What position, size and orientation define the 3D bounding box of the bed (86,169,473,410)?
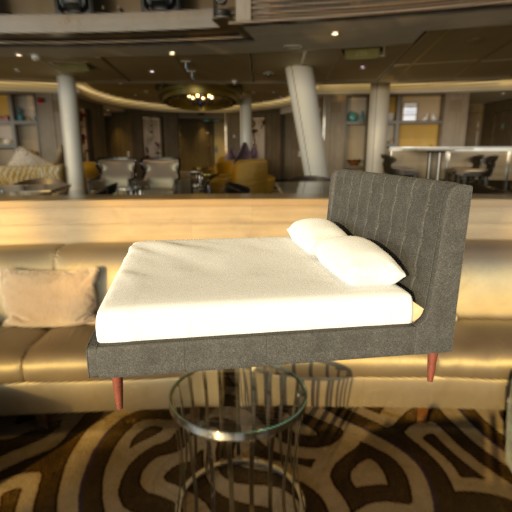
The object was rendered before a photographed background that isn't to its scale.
[{"bbox_3d":[0.000,0.000,2.591,1.638,0.933,1.531,-2,14,-9],"label":"bed"}]
